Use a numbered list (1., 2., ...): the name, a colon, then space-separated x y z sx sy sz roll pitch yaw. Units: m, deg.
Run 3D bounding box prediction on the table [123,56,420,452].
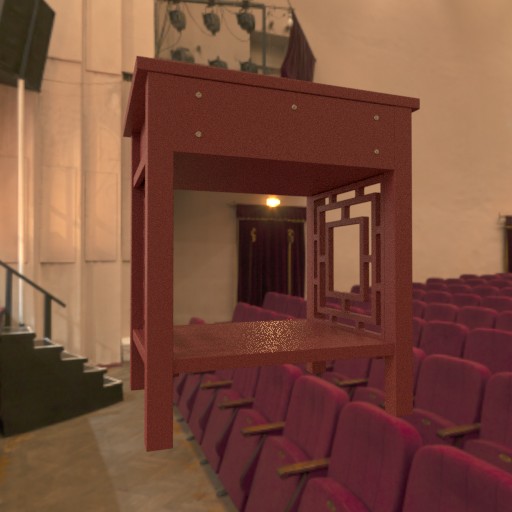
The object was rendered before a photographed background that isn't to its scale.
1. table: 0.000 0.000 1.074 0.599 0.686 0.451 0 -1 -20
